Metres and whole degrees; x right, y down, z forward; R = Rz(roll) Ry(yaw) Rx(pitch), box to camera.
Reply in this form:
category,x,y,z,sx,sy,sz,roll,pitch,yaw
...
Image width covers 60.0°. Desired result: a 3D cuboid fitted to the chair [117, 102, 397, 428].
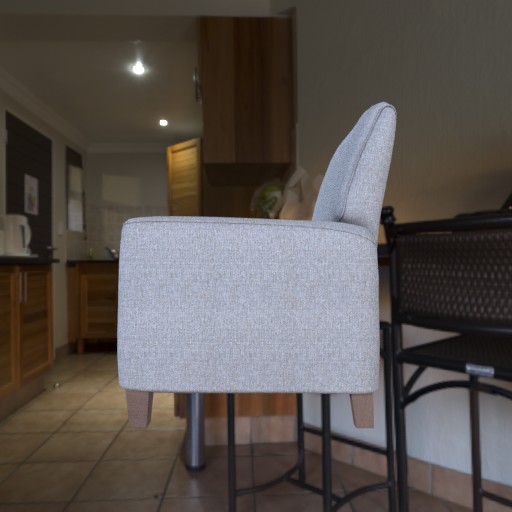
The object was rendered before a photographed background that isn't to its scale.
category,x,y,z,sx,sy,sz,roll,pitch,yaw
chair,0.000,0.000,1.673,0.864,1.014,0.848,0,0,0
